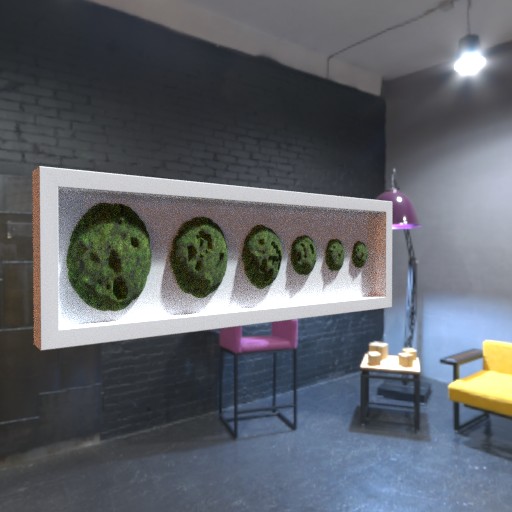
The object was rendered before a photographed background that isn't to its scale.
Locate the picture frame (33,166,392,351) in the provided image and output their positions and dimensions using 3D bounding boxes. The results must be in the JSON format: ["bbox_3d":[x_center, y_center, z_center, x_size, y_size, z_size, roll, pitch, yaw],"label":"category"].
[{"bbox_3d":[0.000,0.000,0.843,0.759,0.250,0.050,-1,1,-36],"label":"picture frame"}]
